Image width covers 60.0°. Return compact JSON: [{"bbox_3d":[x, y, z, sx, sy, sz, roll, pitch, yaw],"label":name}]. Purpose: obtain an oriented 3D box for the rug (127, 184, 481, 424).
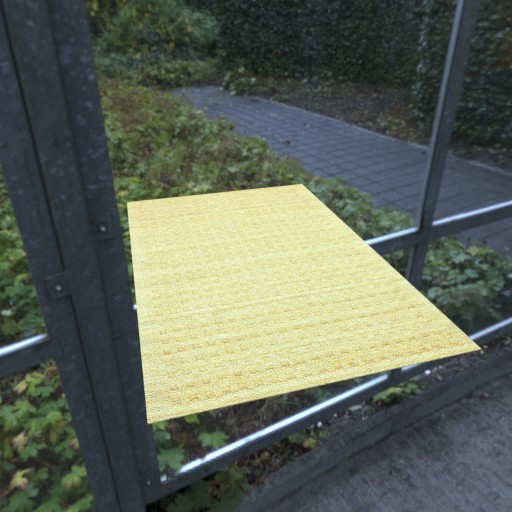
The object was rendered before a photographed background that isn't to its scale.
[{"bbox_3d":[0.000,0.000,2.837,1.524,0.006,2.286,-8,30,-14],"label":"rug"}]
